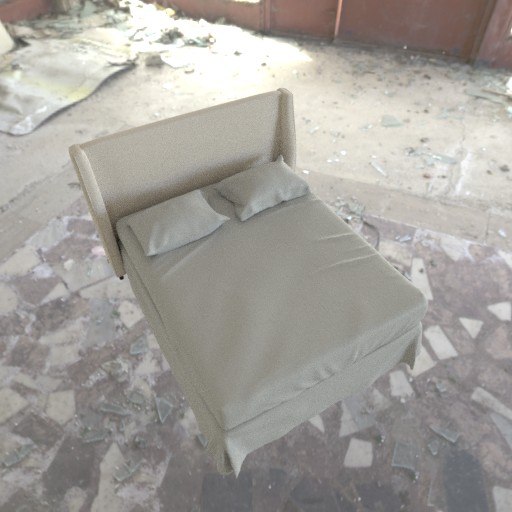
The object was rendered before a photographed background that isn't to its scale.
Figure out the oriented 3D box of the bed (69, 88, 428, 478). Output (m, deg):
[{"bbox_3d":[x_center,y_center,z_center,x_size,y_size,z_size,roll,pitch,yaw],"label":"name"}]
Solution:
[{"bbox_3d":[0.000,0.000,3.381,1.925,1.332,2.276,-23,50,-20],"label":"bed"}]
